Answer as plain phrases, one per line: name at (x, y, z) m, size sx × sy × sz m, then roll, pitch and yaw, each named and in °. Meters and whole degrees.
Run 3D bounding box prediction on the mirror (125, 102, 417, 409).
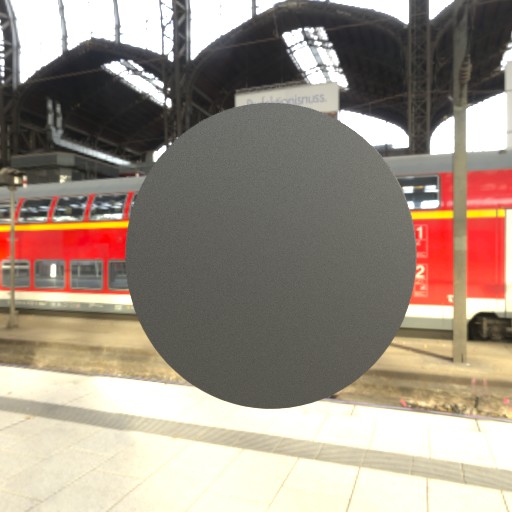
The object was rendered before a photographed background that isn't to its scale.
mirror at (0.000, 0.000, 1.580) m, size 1.077 × 1.077 × 0.036 m, roll 0°, pitch 0°, yaw 19°
